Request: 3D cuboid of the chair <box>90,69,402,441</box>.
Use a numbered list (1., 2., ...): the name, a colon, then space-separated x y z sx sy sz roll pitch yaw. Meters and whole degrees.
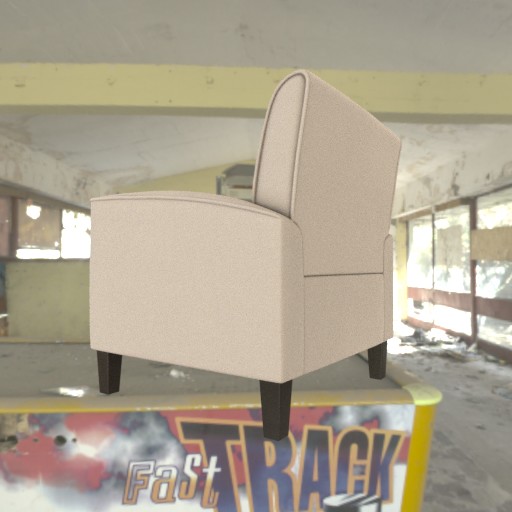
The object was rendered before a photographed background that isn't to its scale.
1. chair: 0.000 0.000 1.574 0.820 0.915 0.820 -1 -2 35
